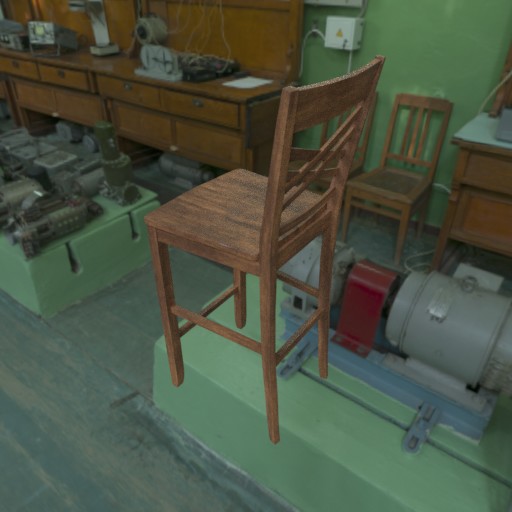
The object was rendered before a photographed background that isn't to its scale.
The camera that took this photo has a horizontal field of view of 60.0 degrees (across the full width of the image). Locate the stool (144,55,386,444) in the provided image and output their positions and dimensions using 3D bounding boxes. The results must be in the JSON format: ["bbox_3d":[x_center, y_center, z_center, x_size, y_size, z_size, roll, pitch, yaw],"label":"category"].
[{"bbox_3d":[0.000,0.000,1.336,0.487,1.105,0.433,22,39,29],"label":"stool"}]
